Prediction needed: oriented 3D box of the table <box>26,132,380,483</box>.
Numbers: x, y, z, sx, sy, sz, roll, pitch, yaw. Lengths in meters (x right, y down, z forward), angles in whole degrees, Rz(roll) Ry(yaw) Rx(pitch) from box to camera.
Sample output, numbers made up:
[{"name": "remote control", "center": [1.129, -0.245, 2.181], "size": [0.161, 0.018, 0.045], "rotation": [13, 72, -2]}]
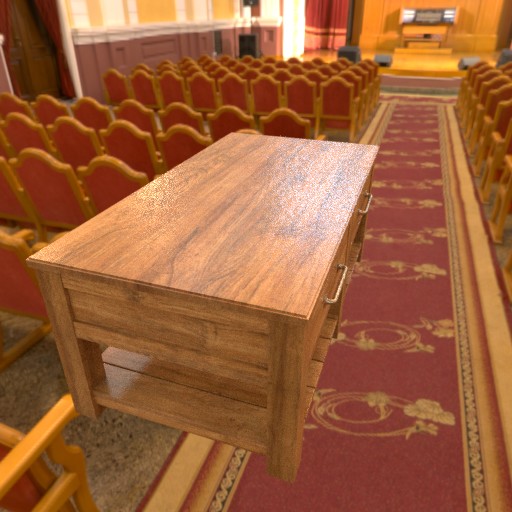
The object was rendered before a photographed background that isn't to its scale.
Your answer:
[{"name": "table", "center": [0.000, 0.000, 1.440], "size": [0.635, 0.480, 1.150], "rotation": [10, 31, 17]}]
